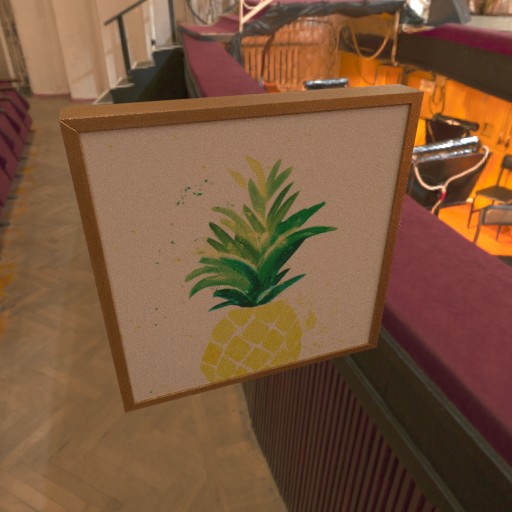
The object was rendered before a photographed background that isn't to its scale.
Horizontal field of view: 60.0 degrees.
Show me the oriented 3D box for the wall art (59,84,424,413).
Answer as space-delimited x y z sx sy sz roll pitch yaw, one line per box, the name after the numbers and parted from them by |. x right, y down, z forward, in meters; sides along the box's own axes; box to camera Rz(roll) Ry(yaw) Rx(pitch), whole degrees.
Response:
0.000 0.000 0.447 0.306 0.305 0.038 -10 33 -16 | wall art
